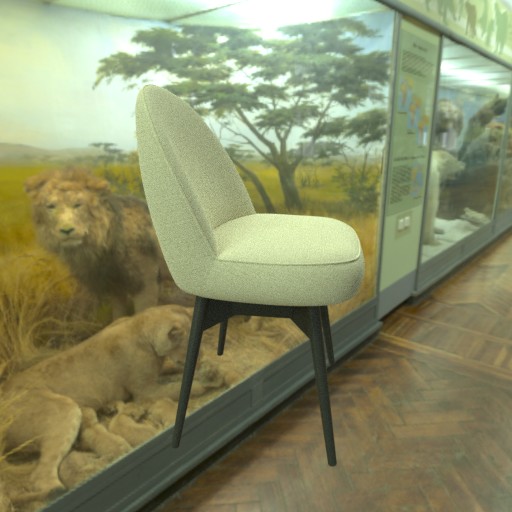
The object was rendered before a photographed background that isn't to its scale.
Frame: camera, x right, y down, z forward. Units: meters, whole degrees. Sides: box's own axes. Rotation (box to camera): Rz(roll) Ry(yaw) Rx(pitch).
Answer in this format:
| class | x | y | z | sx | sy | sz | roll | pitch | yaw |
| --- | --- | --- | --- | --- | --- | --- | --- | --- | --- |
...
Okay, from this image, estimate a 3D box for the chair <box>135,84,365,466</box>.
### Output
| class | x | y | z | sx | sy | sz | roll | pitch | yaw |
| --- | --- | --- | --- | --- | --- | --- | --- | --- | --- |
| chair | 0.000 | 0.000 | 1.148 | 0.540 | 0.838 | 0.532 | 3 | 16 | 9 |
